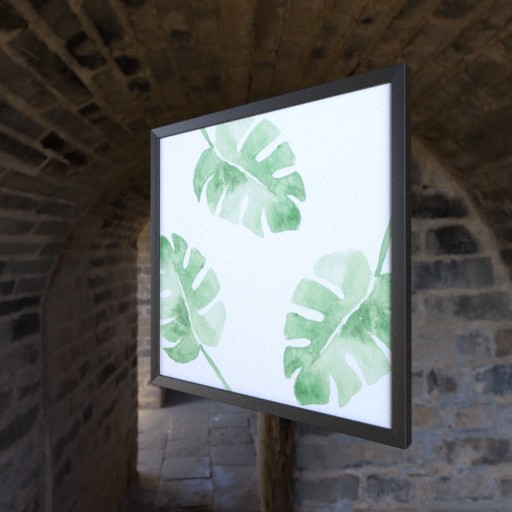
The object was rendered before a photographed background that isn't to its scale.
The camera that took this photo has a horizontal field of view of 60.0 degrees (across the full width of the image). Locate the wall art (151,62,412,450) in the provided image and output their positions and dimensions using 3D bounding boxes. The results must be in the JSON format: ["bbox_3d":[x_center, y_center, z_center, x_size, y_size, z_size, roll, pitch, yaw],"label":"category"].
[{"bbox_3d":[0.000,0.000,1.118,0.765,0.765,0.038,0,0,37],"label":"wall art"}]
